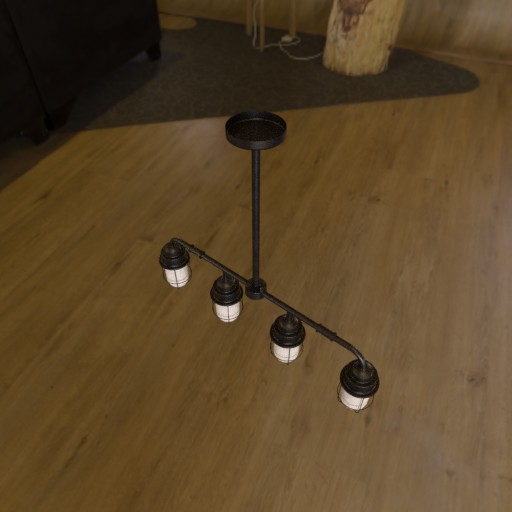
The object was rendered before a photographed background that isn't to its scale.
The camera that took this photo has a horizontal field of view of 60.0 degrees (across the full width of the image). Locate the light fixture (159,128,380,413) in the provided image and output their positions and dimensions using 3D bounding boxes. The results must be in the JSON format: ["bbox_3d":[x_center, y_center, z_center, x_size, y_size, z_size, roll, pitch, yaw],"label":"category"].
[{"bbox_3d":[0.000,0.000,1.219,0.852,0.785,0.131,30,52,27],"label":"light fixture"}]
